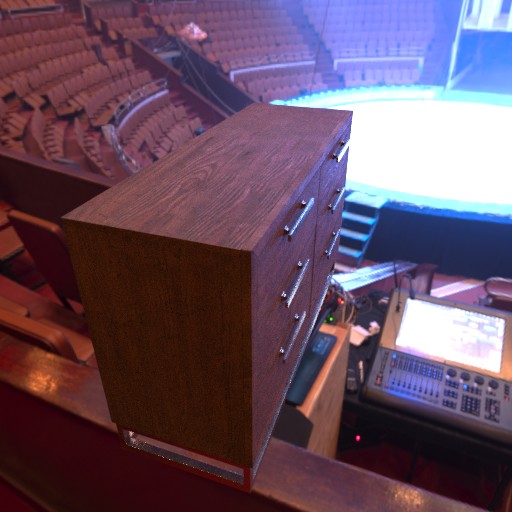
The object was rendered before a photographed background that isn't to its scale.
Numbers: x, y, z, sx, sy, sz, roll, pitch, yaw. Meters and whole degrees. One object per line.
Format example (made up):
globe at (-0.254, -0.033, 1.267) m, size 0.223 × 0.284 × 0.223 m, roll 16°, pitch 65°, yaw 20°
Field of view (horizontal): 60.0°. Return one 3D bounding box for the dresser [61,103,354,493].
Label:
dresser at (0.000, 0.000, 2.132) m, size 0.623 × 1.061 × 1.646 m, roll 10°, pitch 32°, yaw 17°
